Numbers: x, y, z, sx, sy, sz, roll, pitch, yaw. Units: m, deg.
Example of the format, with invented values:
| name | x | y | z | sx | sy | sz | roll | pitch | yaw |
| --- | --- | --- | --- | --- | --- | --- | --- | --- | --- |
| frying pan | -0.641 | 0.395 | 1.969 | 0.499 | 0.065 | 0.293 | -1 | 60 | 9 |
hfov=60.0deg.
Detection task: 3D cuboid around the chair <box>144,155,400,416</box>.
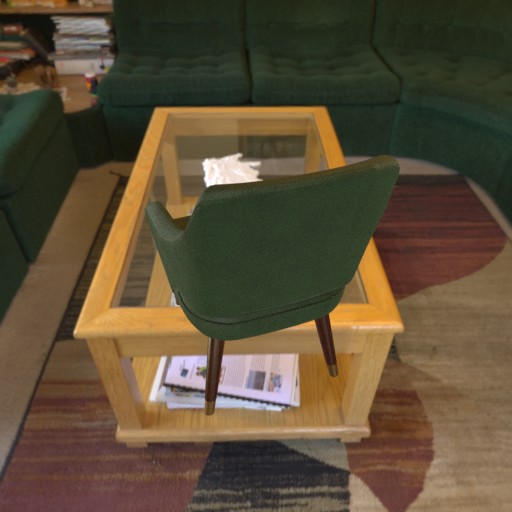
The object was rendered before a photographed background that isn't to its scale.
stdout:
| name | x | y | z | sx | sy | sz | roll | pitch | yaw |
| --- | --- | --- | --- | --- | --- | --- | --- | --- | --- |
| chair | 0.000 | 0.000 | 1.584 | 0.683 | 1.081 | 0.794 | -13 | 43 | -14 |
